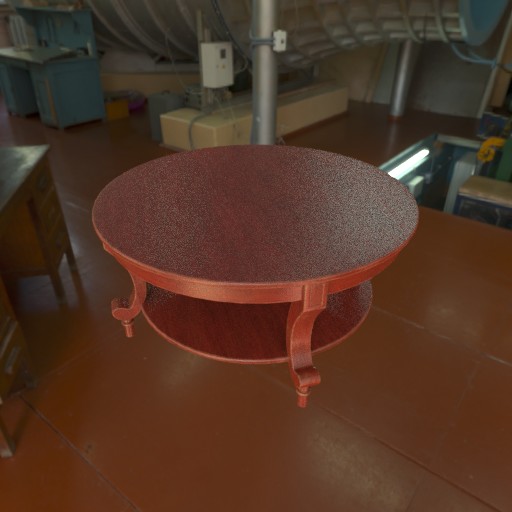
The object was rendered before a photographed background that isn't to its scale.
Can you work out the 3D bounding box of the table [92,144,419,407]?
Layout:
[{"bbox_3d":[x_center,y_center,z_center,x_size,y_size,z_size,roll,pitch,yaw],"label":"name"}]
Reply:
[{"bbox_3d":[0.000,0.000,1.580,1.029,0.486,1.029,0,32,0],"label":"table"}]
